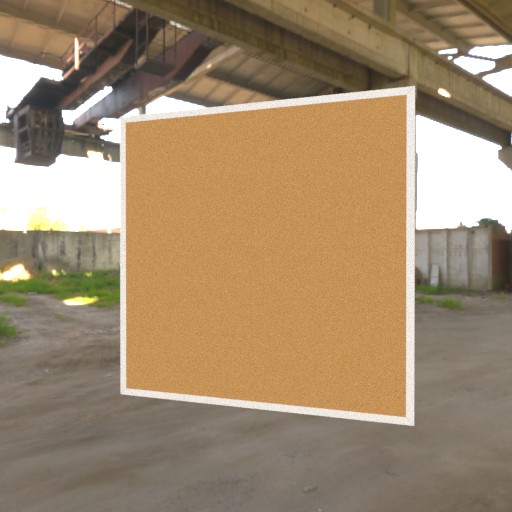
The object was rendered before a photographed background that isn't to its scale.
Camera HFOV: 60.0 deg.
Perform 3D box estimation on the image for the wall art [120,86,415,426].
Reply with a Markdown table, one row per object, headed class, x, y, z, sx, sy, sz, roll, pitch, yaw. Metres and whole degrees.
| class | x | y | z | sx | sy | sz | roll | pitch | yaw |
| --- | --- | --- | --- | --- | --- | --- | --- | --- | --- |
| wall art | 0.000 | 0.000 | 0.453 | 0.304 | 0.304 | 0.024 | 0 | 0 | 17 |
